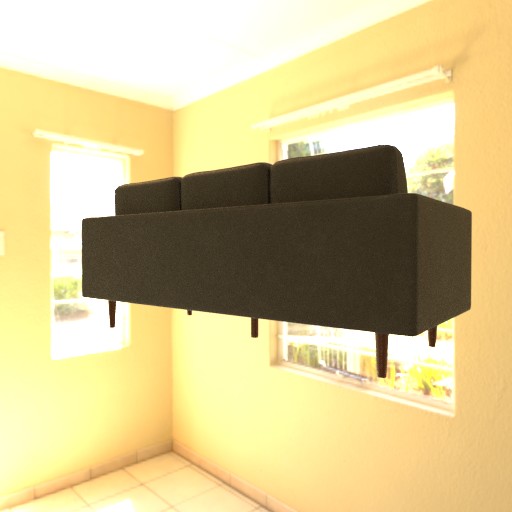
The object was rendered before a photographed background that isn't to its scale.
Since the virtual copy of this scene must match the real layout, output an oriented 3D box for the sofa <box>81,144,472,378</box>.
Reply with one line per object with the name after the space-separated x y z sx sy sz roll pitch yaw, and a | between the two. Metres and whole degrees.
0.000 0.000 2.448 2.029 0.899 0.879 1 1 37 | sofa
